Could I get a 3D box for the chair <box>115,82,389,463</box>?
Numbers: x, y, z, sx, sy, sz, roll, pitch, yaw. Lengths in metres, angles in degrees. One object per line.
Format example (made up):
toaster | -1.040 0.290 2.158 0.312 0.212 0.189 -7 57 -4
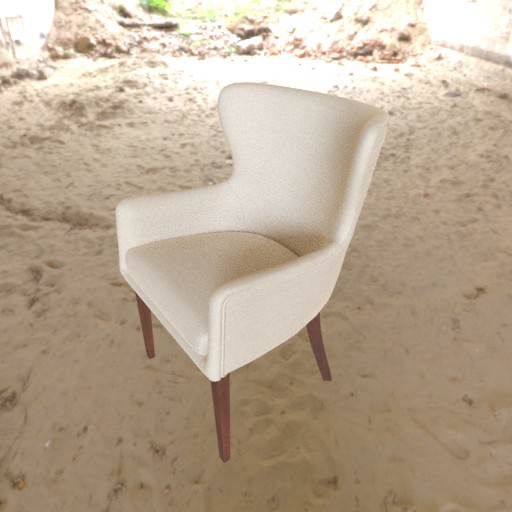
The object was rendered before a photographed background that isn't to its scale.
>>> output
chair | 0.000 0.000 1.494 0.744 0.990 0.696 -20 37 -30
